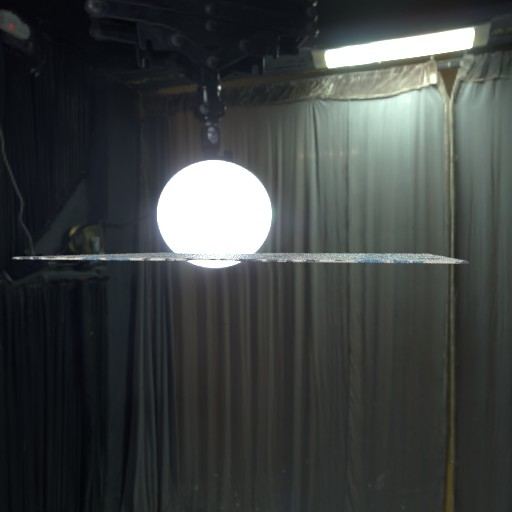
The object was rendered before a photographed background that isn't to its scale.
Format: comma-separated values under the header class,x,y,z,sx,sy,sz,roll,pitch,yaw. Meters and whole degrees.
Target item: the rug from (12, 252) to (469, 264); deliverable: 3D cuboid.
class,x,y,z,sx,sy,sz,roll,pitch,yaw
rug,0.000,0.000,2.874,2.261,0.013,1.676,0,1,16
